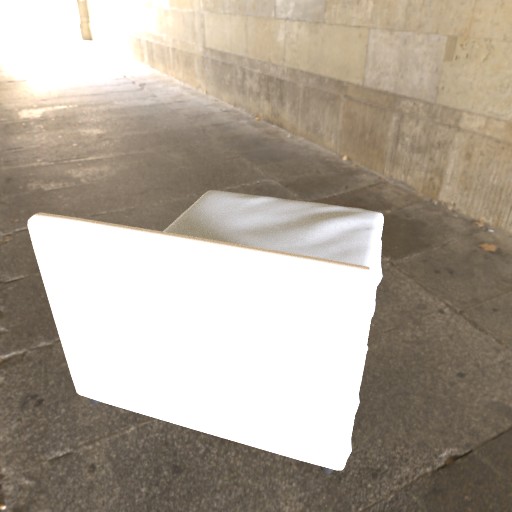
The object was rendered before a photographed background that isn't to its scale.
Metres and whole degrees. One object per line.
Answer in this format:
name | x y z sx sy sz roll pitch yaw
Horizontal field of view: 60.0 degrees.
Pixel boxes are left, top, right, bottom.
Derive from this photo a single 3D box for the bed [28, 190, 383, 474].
bed | 0.000 0.000 3.126 1.748 1.330 2.142 10 32 16
